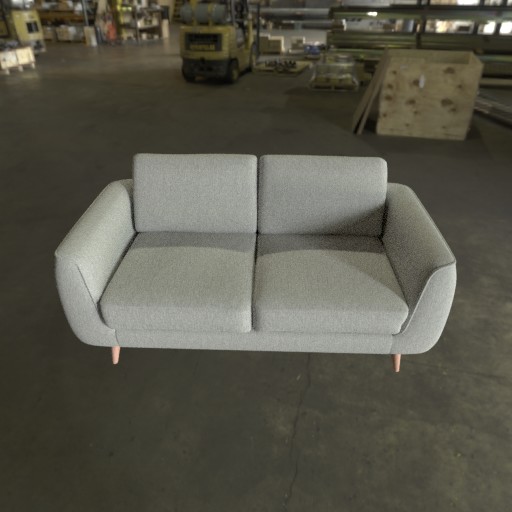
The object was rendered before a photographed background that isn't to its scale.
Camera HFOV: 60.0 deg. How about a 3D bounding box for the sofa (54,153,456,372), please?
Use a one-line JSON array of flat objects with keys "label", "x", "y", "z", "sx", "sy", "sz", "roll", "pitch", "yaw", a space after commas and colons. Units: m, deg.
[{"label": "sofa", "x": 0.000, "y": 0.000, "z": 2.257, "sx": 1.700, "sy": 0.850, "sz": 0.920, "roll": 1, "pitch": 32, "yaw": 2}]
